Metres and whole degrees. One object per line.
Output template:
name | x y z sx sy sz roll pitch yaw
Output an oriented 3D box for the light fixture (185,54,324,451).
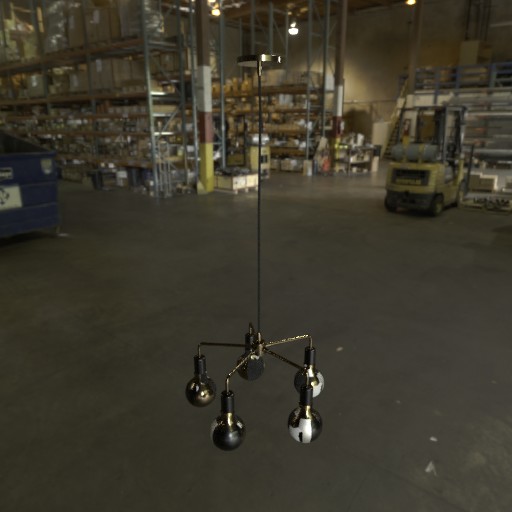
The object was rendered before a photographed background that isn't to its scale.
light fixture | 0.000 0.000 1.196 0.438 0.988 0.421 8 18 26
